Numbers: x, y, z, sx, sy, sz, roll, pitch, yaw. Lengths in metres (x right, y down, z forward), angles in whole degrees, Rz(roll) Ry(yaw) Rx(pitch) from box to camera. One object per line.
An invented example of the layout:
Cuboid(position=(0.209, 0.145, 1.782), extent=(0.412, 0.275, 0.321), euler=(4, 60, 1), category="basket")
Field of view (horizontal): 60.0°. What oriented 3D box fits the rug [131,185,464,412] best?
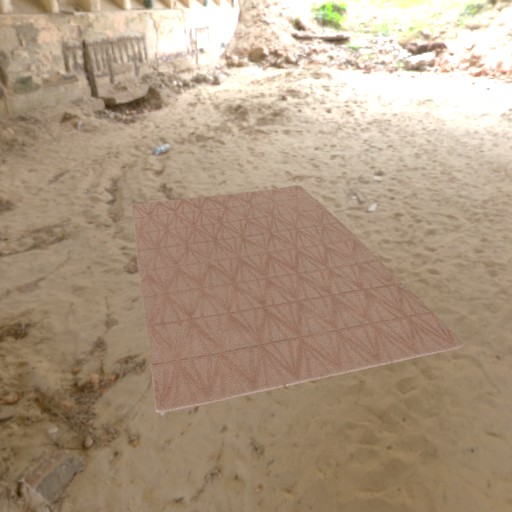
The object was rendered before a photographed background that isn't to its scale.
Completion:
Cuboid(position=(0.000, 0.000, 2.384), extent=(1.230, 0.025, 1.837), euler=(-8, 31, -14), category="rug")
